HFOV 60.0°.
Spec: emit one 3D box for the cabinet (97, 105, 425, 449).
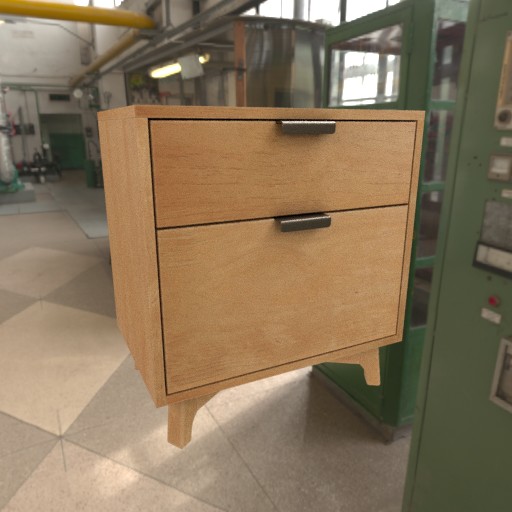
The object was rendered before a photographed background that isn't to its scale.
[{"bbox_3d":[0.000,0.000,0.966,0.551,0.599,0.394,-8,18,-25],"label":"cabinet"}]
